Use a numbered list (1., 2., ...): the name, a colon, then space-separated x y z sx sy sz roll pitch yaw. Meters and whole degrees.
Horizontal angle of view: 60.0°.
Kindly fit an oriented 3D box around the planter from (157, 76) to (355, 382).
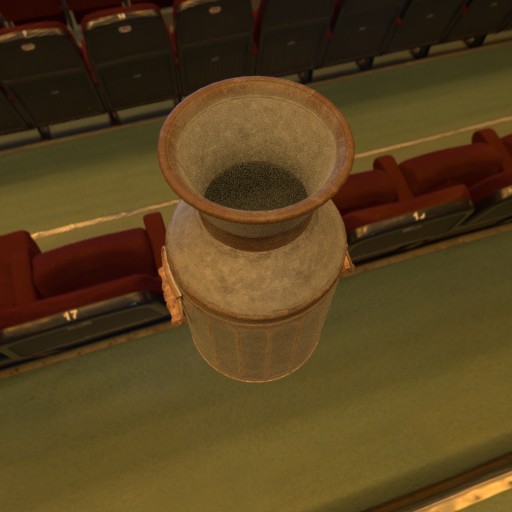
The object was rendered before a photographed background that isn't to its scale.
1. planter: 0.000 0.000 0.551 0.245 0.396 0.214 -16 61 -9
